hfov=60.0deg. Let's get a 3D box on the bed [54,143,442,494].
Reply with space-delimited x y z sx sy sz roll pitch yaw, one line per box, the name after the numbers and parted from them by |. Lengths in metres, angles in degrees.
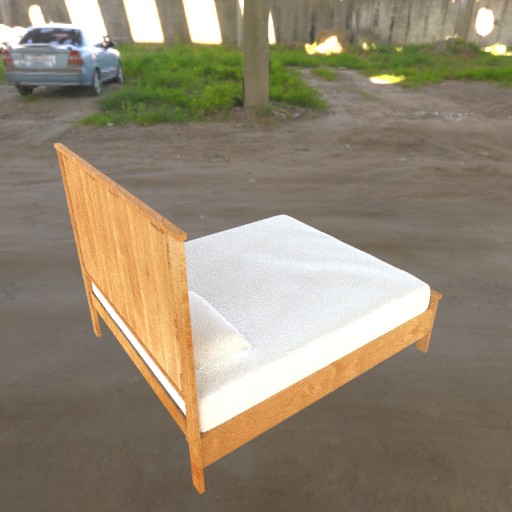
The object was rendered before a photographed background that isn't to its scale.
0.000 0.000 3.984 2.530 1.938 2.225 -19 33 -31 | bed
